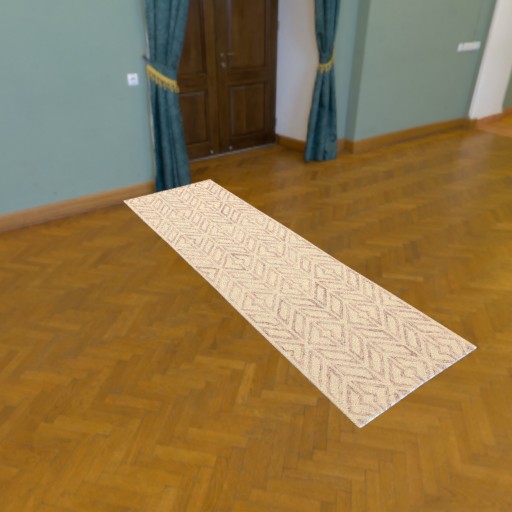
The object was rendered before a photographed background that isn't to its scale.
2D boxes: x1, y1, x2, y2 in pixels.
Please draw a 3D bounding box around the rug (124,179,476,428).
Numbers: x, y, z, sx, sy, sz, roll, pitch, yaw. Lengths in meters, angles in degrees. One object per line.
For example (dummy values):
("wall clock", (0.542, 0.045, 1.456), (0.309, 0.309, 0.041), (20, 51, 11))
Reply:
("rug", (0.000, 0.000, 2.678), (0.750, 0.009, 2.435), (-20, 37, -29))
